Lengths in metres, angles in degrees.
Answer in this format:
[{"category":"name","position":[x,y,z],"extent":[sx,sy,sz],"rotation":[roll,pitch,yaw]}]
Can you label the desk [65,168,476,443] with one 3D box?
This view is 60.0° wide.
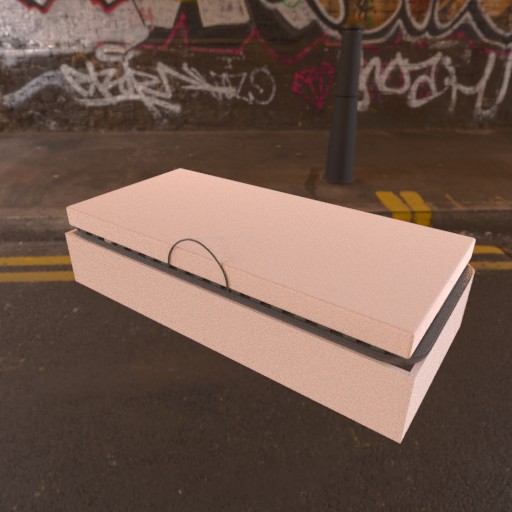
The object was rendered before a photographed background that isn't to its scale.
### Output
[{"category":"desk","position":[0.000,0.000,2.251],"extent":[1.900,0.526,0.900],"rotation":[19,33,31]}]
